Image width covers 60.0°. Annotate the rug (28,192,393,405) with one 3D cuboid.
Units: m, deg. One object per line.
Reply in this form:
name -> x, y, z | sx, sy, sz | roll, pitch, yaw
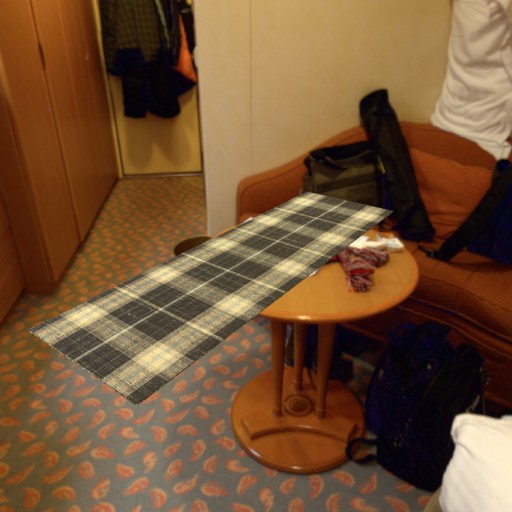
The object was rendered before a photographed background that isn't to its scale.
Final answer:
rug -> 0.000, 0.000, 2.670 | 0.760, 0.012, 2.434 | 19, 32, 33
